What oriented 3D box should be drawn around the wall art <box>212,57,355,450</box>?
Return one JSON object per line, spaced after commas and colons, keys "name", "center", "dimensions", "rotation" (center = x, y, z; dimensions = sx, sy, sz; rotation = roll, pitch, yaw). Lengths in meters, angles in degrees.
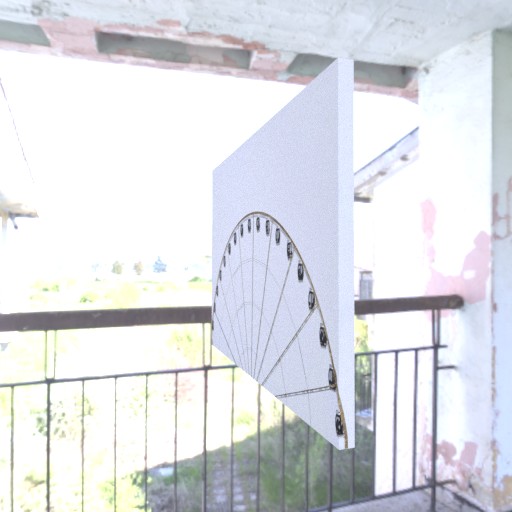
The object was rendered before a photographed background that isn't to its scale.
{"name": "wall art", "center": [0.000, 0.000, 1.413], "dimensions": [0.038, 0.767, 1.144], "rotation": [0, -1, -18]}
